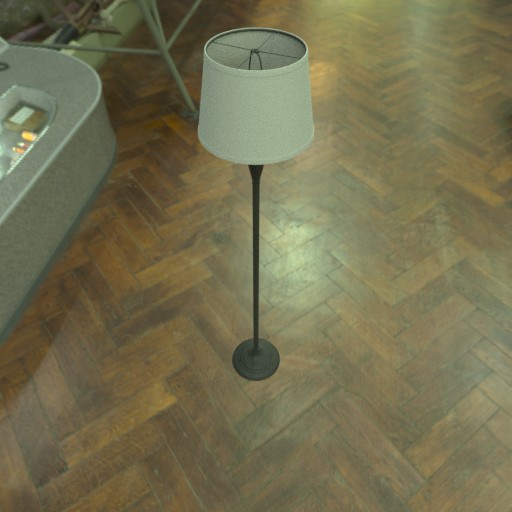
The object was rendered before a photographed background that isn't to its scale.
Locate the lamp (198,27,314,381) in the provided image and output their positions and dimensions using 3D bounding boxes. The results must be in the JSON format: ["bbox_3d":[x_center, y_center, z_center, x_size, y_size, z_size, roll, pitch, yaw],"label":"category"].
[{"bbox_3d":[0.000,0.000,1.638,0.327,1.506,0.327,-16,49,-14],"label":"lamp"}]
